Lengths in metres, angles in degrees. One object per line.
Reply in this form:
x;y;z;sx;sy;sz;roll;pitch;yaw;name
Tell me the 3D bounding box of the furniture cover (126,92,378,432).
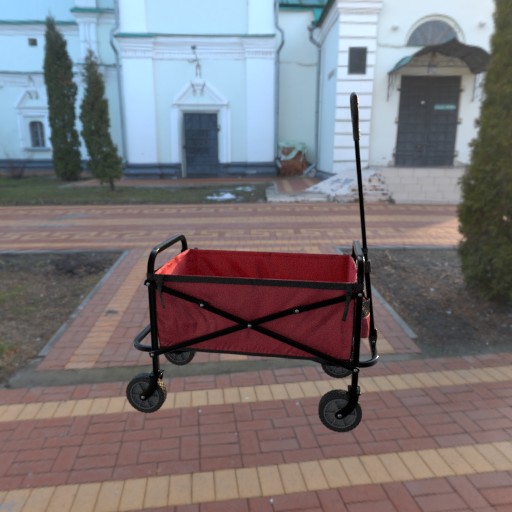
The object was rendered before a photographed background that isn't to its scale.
0.000;0.000;1.879;1.038;1.295;0.532;2;14;9;furniture cover
